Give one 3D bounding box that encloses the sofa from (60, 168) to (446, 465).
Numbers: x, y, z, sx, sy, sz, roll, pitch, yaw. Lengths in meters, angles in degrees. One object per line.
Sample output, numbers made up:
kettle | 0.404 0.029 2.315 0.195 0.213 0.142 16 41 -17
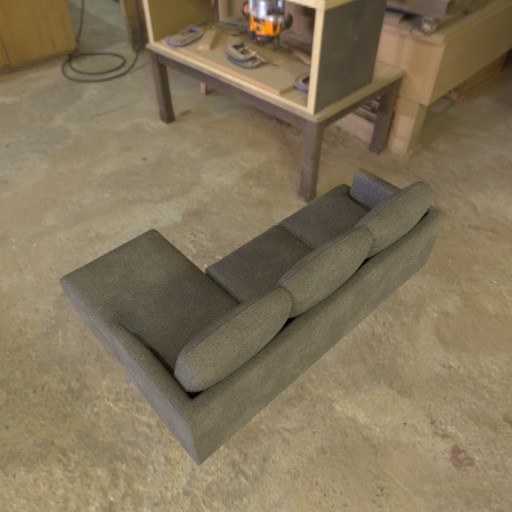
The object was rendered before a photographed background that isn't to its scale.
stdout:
sofa | 0.000 0.000 3.082 2.233 0.956 1.504 -34 55 -28
